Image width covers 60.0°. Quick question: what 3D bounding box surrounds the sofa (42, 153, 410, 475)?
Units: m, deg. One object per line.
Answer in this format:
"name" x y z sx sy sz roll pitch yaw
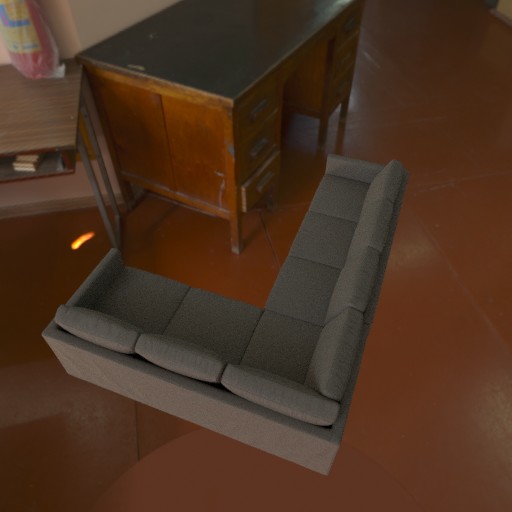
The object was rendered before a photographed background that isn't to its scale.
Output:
"sofa" 0.000 0.000 4.369 2.432 0.871 3.182 16 50 14
